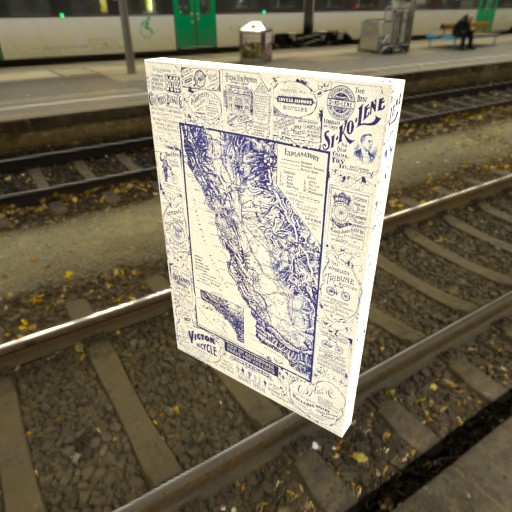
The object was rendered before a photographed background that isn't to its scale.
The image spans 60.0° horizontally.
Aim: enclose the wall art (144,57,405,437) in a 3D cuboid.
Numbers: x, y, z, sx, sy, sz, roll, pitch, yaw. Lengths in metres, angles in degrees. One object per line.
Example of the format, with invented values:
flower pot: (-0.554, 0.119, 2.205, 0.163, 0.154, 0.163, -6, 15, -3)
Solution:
wall art: (0.000, 0.000, 0.478, 0.255, 0.376, 0.025, 20, 35, 30)
